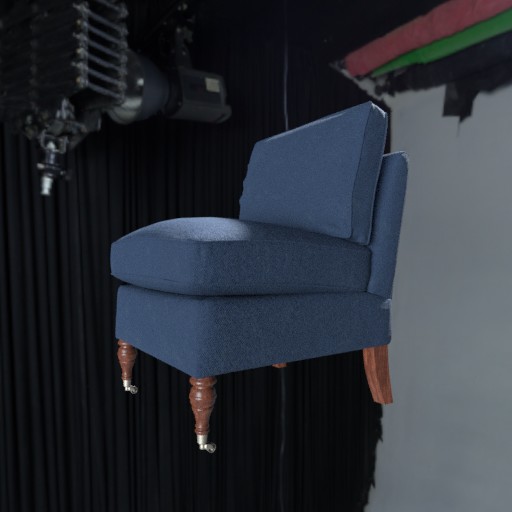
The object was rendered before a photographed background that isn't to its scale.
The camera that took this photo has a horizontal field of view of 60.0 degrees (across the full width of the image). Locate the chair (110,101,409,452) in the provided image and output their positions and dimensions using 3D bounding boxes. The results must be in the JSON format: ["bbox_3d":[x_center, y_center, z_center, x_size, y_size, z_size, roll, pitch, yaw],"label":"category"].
[{"bbox_3d":[0.000,0.000,1.649,0.912,1.052,0.724,0,0,-35],"label":"chair"}]
